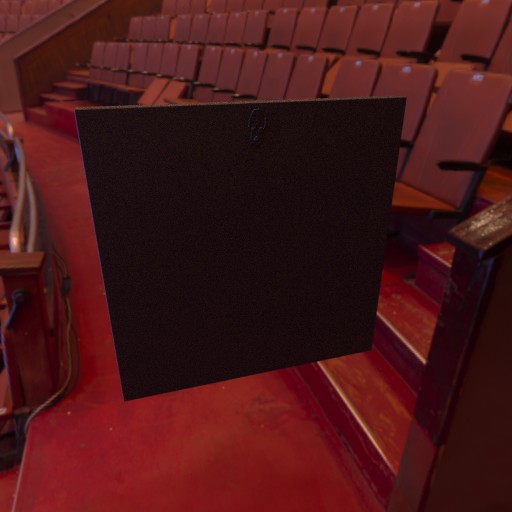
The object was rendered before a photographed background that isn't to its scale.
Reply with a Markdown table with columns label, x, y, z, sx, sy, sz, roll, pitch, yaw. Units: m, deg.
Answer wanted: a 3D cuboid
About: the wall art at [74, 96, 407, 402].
| label | x | y | z | sx | sy | sz | roll | pitch | yaw |
| --- | --- | --- | --- | --- | --- | --- | --- | --- | --- |
| wall art | 0.000 | 0.000 | 1.220 | 0.805 | 0.807 | 0.043 | -8 | 27 | -15 |
